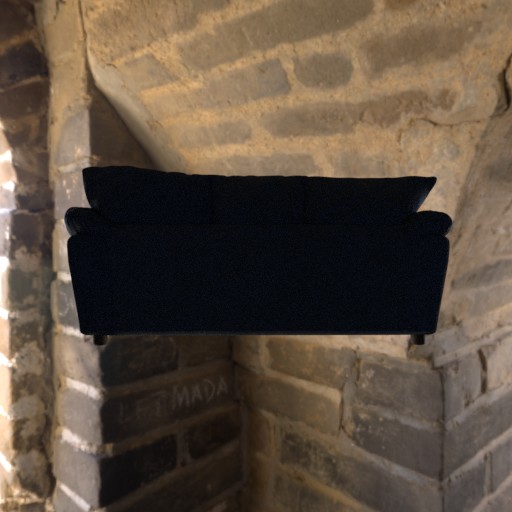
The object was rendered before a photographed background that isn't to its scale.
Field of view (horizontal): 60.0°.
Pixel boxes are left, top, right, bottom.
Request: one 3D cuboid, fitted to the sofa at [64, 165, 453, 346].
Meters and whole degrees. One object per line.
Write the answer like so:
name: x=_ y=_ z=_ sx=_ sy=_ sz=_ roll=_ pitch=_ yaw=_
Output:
sofa: x=0.000 y=0.000 z=2.970 sx=2.390 sy=1.091 sz=0.907 roll=0 pitch=-2 yaw=-1
